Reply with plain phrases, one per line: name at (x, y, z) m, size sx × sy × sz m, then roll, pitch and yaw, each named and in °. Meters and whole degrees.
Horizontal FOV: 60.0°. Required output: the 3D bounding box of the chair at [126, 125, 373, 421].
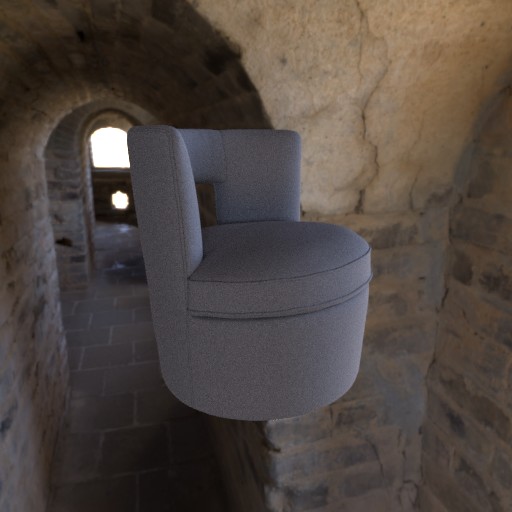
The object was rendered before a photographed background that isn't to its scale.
chair at (0.000, 0.000, 1.290) m, size 0.660 × 0.719 × 0.689 m, roll 8°, pitch 17°, yaw 27°
